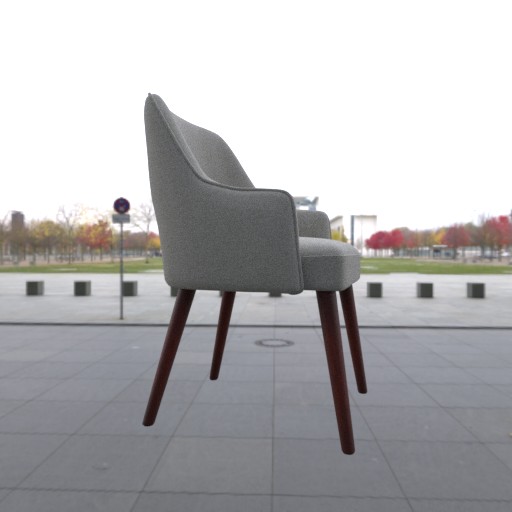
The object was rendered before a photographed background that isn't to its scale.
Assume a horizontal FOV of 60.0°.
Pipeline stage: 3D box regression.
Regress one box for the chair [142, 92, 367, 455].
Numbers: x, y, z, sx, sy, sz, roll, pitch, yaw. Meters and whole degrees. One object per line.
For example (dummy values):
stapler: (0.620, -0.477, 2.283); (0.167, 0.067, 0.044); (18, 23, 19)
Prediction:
chair: (0.000, 0.000, 1.236); (0.580, 0.840, 0.560); (0, 0, 18)
